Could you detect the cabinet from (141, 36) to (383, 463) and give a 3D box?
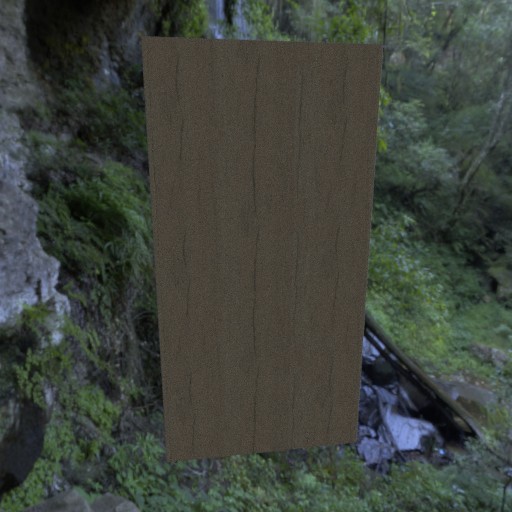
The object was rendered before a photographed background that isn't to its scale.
[{"bbox_3d":[0.000,0.000,2.290,0.980,1.930,0.580,-2,15,-9],"label":"cabinet"}]
